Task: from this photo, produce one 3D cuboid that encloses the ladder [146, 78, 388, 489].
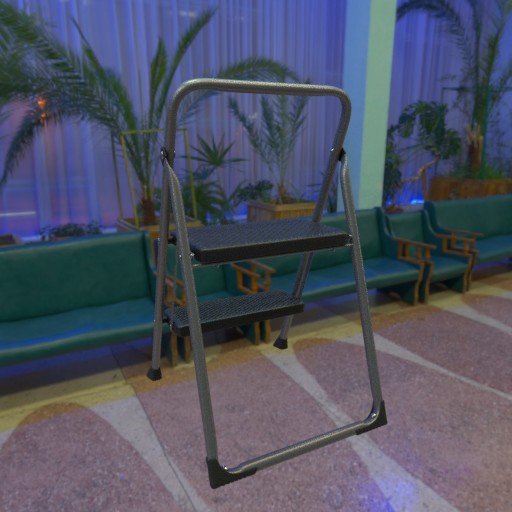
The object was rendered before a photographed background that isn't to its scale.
[{"bbox_3d":[0.000,0.000,0.998,0.430,0.720,0.472,-8,17,-26],"label":"ladder"}]
